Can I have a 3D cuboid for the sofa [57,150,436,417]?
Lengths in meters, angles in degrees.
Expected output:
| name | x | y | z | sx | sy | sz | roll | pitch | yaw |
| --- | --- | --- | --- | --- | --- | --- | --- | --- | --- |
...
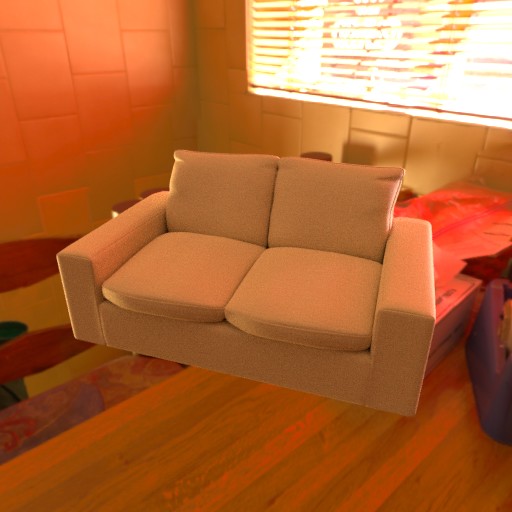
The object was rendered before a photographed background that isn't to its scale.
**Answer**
| name | x | y | z | sx | sy | sz | roll | pitch | yaw |
| --- | --- | --- | --- | --- | --- | --- | --- | --- | --- |
| sofa | 0.000 | 0.000 | 2.363 | 1.754 | 0.875 | 1.091 | 8 | 28 | 17 |
